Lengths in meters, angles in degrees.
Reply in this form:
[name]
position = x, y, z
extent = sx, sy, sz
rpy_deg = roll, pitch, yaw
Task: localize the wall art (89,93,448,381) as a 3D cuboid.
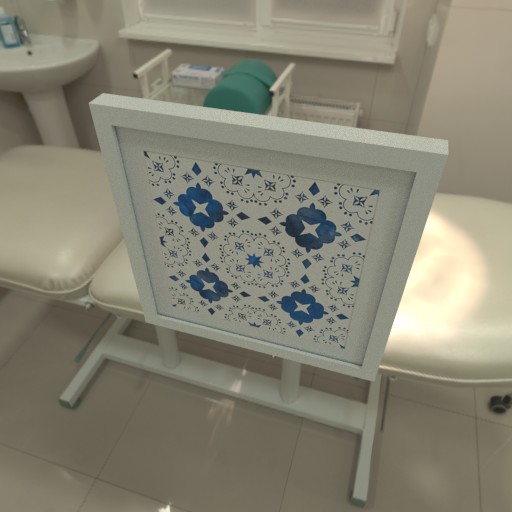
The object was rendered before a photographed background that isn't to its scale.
[wall art]
position = 0.000, 0.000, 0.548
extent = 0.355, 0.355, 0.027
rpy_deg = 12, 44, 13
